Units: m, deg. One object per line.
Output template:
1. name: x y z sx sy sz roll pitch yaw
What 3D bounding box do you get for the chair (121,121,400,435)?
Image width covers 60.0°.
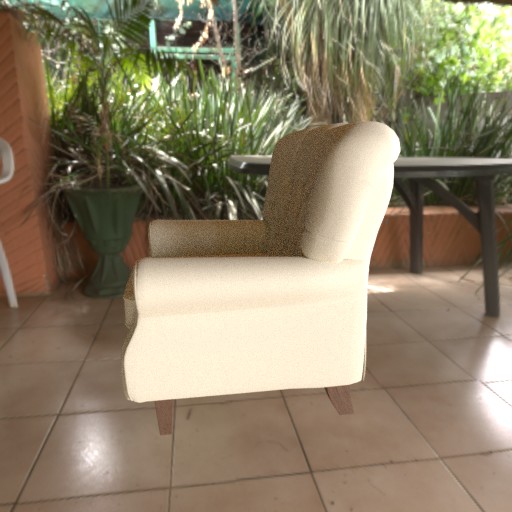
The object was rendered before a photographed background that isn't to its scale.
1. chair: 0.000 0.000 2.009 1.132 1.169 1.035 -2 15 -9
